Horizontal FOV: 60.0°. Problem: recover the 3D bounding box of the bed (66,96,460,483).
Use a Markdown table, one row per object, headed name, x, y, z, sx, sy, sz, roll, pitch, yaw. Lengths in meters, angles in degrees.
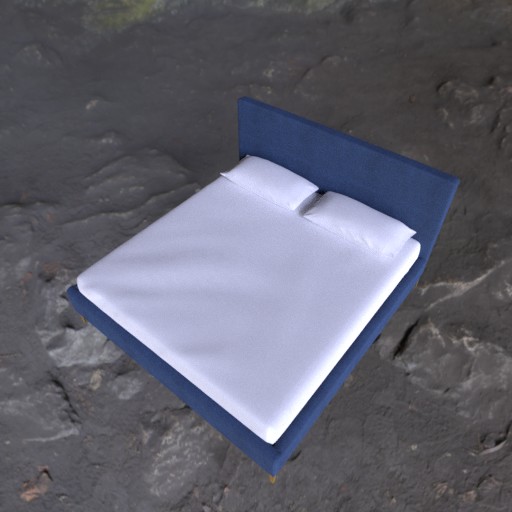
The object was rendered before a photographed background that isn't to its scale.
| name | x | y | z | sx | sy | sz | roll | pitch | yaw |
| --- | --- | --- | --- | --- | --- | --- | --- | --- | --- |
| bed | 0.000 | 0.000 | 3.528 | 2.096 | 1.231 | 2.232 | 30 | 53 | 26 |
